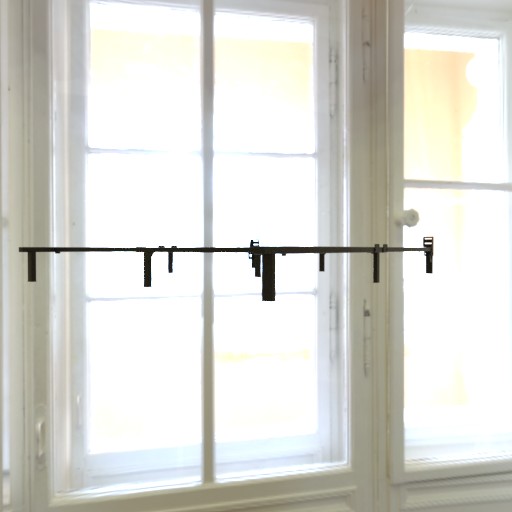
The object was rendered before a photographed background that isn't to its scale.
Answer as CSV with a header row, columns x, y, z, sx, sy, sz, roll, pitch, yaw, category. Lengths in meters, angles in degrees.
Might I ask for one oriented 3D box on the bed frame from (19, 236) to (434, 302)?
x,y,z,sx,sy,sz,roll,pitch,yaw,category
0.000,0.000,2.585,1.498,0.248,1.990,1,1,36,bed frame
